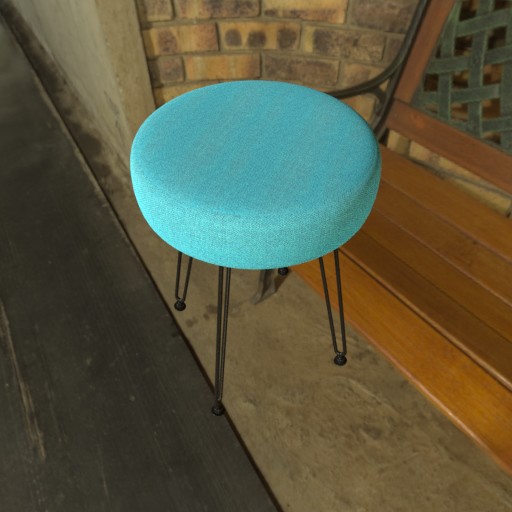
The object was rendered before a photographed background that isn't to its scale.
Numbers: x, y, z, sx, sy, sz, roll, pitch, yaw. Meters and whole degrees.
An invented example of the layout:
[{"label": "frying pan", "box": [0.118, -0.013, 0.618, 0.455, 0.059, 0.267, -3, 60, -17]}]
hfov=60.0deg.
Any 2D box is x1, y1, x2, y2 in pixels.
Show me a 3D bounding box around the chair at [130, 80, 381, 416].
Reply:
[{"label": "chair", "box": [0.000, 0.000, 0.680, 0.350, 0.440, 0.350, 16, 50, 14]}]
